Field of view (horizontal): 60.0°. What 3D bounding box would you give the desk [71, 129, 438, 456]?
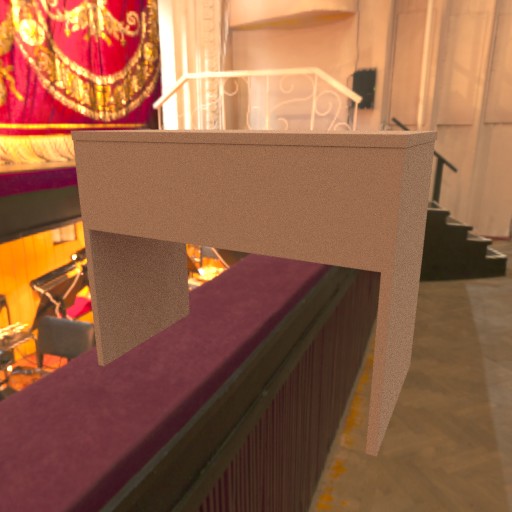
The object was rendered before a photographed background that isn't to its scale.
[{"bbox_3d":[0.000,0.000,1.344,0.900,0.729,0.498,8,19,26],"label":"desk"}]
